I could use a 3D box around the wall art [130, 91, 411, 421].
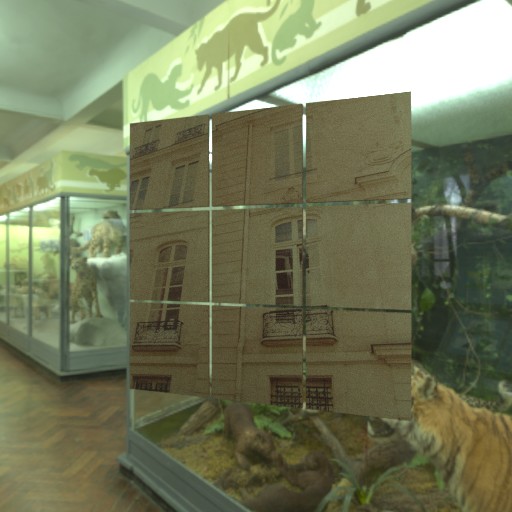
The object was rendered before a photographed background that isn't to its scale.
[{"bbox_3d":[0.000,0.000,1.846,1.221,1.218,0.024,0,0,19],"label":"wall art"}]
